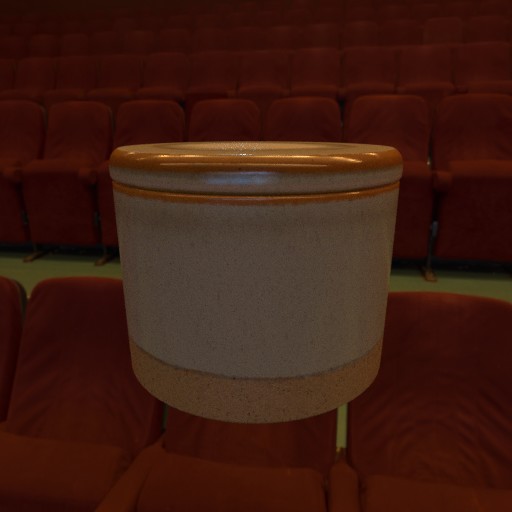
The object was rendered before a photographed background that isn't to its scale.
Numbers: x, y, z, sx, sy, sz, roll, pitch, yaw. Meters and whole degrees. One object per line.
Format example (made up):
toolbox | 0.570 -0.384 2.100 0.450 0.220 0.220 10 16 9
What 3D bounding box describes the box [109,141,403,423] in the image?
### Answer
box | 0.000 0.000 0.207 0.123 0.100 0.123 0 16 0
